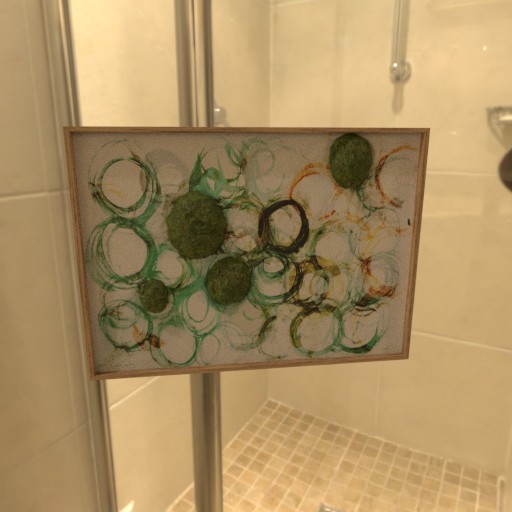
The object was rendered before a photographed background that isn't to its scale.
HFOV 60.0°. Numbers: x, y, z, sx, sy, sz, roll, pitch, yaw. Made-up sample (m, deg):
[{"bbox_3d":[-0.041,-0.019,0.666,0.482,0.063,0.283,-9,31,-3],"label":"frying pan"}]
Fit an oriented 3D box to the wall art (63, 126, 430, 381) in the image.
[{"bbox_3d":[0.000,0.000,1.092,0.841,0.609,0.063,-2,15,-7],"label":"wall art"}]
